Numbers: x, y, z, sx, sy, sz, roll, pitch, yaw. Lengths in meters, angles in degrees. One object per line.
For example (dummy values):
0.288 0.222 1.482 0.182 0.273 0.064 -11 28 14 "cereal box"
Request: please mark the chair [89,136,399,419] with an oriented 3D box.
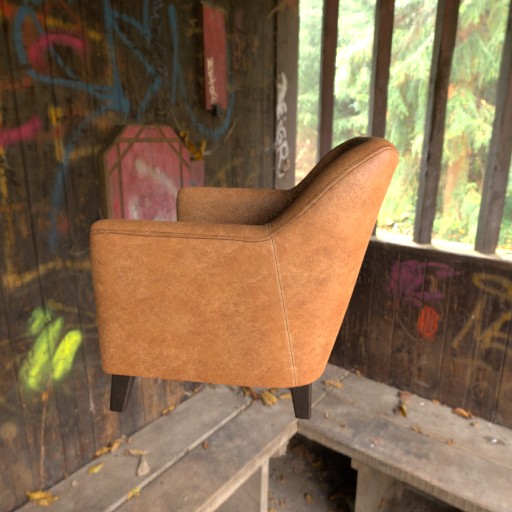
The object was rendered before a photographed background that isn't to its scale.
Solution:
0.000 0.000 1.879 1.034 0.980 1.037 3 16 9 "chair"
